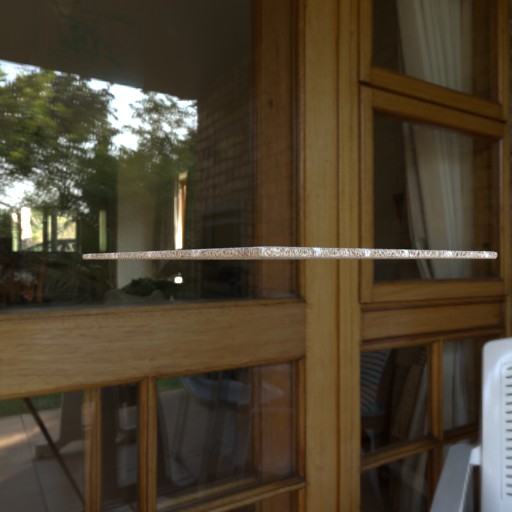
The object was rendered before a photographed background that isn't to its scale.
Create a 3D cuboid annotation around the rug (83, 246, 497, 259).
[{"bbox_3d":[0.000,0.000,2.216,1.219,0.030,1.778,0,-1,-36],"label":"rug"}]
